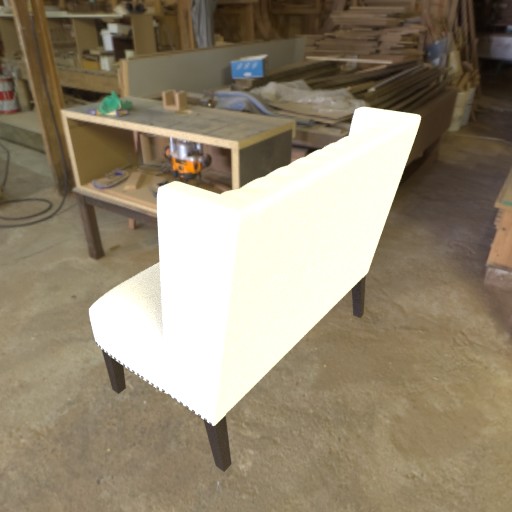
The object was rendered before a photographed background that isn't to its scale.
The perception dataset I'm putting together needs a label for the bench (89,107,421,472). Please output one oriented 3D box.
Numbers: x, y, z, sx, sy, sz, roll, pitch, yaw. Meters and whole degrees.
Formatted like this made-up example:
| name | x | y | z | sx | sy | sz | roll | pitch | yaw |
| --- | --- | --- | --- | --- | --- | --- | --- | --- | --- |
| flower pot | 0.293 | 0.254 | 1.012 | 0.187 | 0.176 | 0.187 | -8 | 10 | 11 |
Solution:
| name | x | y | z | sx | sy | sz | roll | pitch | yaw |
| --- | --- | --- | --- | --- | --- | --- | --- | --- | --- |
| bench | 0.000 | 0.000 | 1.980 | 0.847 | 1.123 | 1.280 | 21 | 37 | 31 |
